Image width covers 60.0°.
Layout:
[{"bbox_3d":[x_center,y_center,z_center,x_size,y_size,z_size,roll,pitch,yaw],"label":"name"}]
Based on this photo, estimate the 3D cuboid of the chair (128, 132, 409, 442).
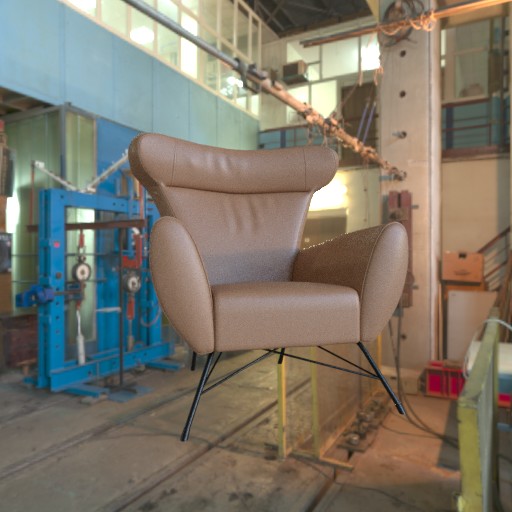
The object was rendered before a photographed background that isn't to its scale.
[{"bbox_3d":[0.000,0.000,1.785,0.980,1.050,0.900,0,0,-17],"label":"chair"}]
